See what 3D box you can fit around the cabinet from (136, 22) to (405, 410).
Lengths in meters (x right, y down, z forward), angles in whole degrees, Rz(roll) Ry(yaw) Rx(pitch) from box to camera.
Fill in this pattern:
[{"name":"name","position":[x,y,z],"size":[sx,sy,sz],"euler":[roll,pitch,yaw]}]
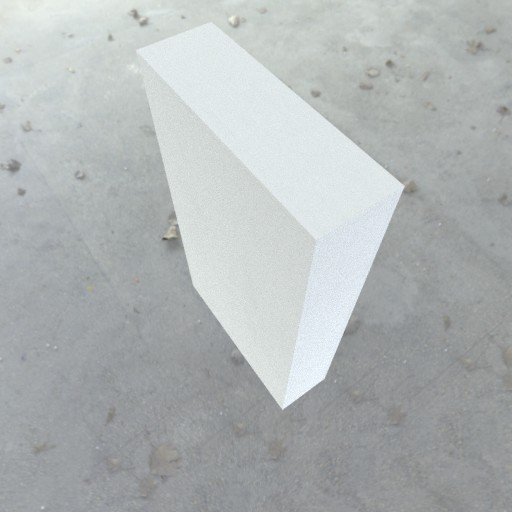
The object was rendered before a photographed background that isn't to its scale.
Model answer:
[{"name":"cabinet","position":[0.000,0.000,1.582],"size":[0.250,1.280,0.750],"euler":[-31,62,-18]}]
